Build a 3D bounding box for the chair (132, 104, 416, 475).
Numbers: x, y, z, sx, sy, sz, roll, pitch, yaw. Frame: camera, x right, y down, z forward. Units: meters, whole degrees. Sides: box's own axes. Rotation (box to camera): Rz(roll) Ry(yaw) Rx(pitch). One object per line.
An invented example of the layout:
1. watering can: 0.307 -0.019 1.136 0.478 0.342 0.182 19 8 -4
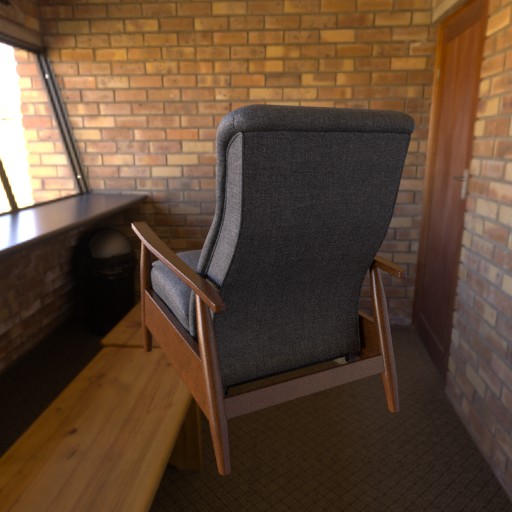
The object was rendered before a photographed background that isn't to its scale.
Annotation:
1. chair: 0.000 0.000 1.791 0.762 1.082 1.030 -7 16 -27
